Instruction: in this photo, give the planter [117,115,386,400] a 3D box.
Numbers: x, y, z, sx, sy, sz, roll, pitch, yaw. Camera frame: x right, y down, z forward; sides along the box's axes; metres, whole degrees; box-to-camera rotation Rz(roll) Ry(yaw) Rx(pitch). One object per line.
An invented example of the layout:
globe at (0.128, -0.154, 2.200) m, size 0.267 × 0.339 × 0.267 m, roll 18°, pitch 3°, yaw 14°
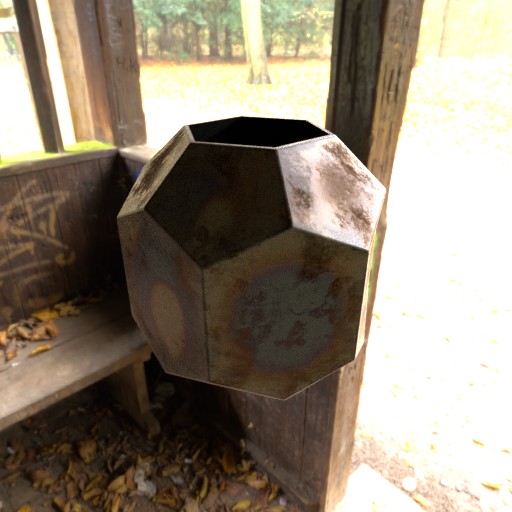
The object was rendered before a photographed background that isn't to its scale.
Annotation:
planter at (0.000, 0.000, 0.425) m, size 0.221 × 0.238 × 0.243 m, roll 8°, pitch 29°, yaw 15°
